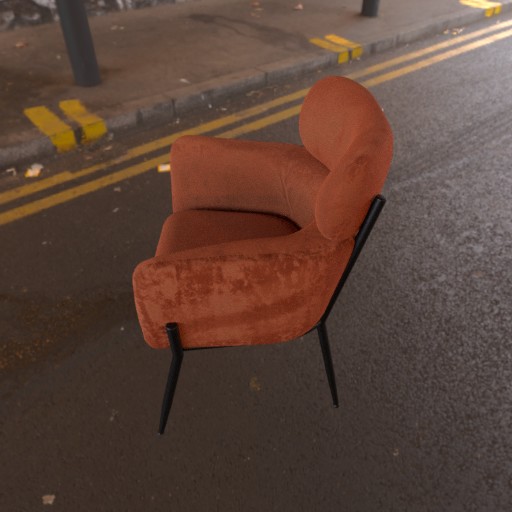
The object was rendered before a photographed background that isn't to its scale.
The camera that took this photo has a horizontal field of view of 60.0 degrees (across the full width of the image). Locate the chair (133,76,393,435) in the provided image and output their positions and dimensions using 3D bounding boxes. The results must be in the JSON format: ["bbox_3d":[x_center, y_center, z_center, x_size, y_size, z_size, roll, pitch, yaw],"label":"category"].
[{"bbox_3d":[0.000,0.000,1.105,0.523,0.772,0.561,0,41,0],"label":"chair"}]
